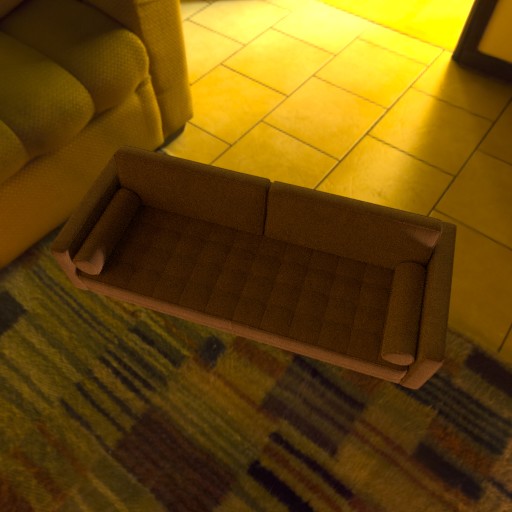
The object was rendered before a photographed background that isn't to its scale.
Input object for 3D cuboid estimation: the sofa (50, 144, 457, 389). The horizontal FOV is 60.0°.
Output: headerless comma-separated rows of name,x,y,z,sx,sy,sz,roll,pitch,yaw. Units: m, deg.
sofa,0.000,0.000,2.691,2.200,0.770,0.919,15,58,10
